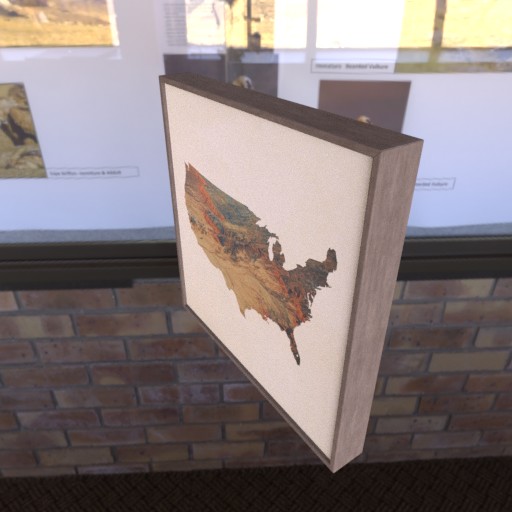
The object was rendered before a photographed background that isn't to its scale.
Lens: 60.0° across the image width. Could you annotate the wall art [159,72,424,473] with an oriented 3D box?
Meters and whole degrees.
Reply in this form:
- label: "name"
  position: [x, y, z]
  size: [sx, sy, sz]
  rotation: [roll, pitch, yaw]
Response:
- label: "wall art"
  position: [0.000, 0.000, 0.443]
  size: [0.038, 0.302, 0.303]
  rotation: [-20, 36, -29]
